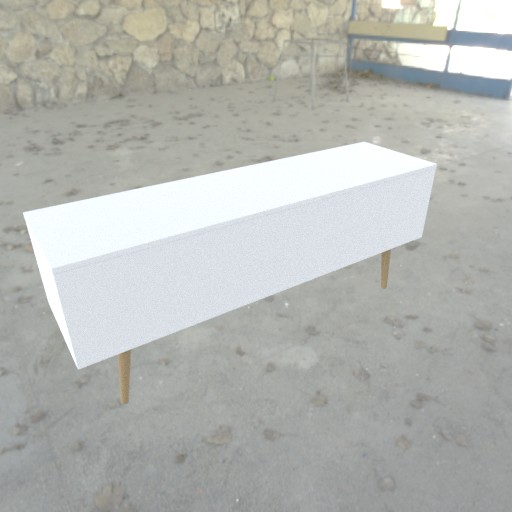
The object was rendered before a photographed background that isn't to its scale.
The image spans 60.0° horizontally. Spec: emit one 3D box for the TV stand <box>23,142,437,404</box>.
[{"bbox_3d":[0.000,0.000,1.641,1.398,0.560,0.401,-18,34,-29],"label":"TV stand"}]
